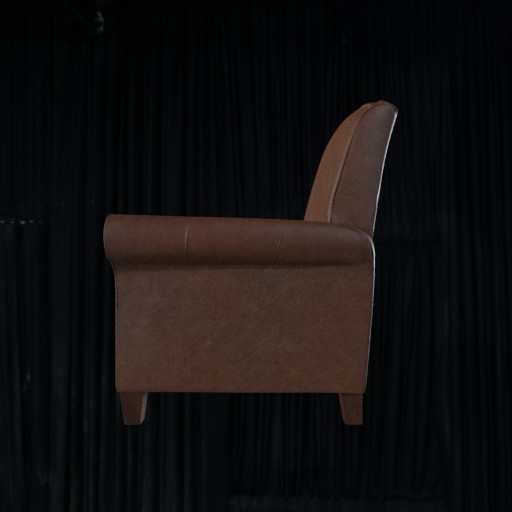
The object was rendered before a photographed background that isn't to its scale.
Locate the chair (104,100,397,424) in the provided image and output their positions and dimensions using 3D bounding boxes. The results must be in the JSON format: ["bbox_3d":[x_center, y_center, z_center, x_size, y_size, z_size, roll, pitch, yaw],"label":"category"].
[{"bbox_3d":[0.000,0.000,1.744,0.902,1.061,0.978,0,-1,0],"label":"chair"}]
